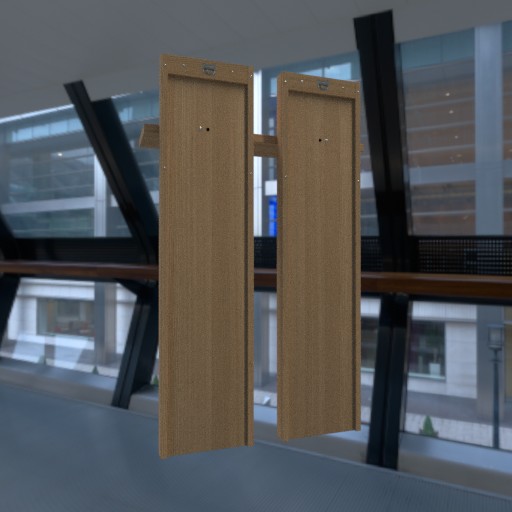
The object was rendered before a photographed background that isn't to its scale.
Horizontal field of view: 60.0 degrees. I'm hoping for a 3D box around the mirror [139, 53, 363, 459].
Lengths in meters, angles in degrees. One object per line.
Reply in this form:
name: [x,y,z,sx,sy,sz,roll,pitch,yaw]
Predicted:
mirror: [0.000,0.000,1.600,0.800,1.250,0.260,0,0,-19]
